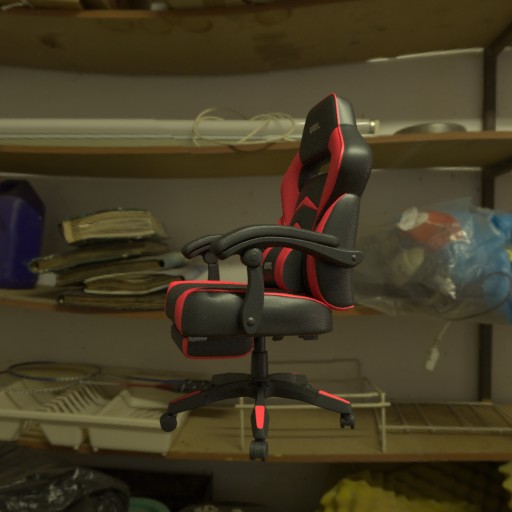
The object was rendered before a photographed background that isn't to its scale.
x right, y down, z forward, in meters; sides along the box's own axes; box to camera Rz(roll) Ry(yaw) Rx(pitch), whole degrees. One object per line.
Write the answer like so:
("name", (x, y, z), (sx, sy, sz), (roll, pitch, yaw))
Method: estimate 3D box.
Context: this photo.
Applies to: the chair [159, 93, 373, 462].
("chair", (0.000, 0.000, 1.651), (0.700, 1.220, 0.700), (0, 0, -18))
